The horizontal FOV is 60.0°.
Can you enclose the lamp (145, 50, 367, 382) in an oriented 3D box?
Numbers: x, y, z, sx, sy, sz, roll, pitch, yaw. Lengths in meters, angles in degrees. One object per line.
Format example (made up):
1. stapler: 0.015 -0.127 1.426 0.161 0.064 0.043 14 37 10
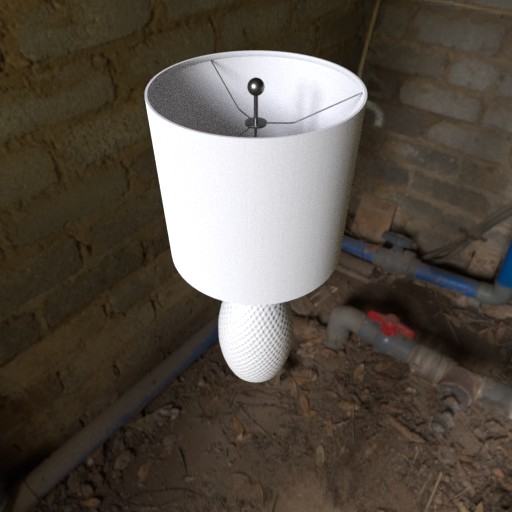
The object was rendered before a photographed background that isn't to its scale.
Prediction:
1. lamp: 0.000 0.000 0.586 0.214 0.466 0.214 0 42 0
